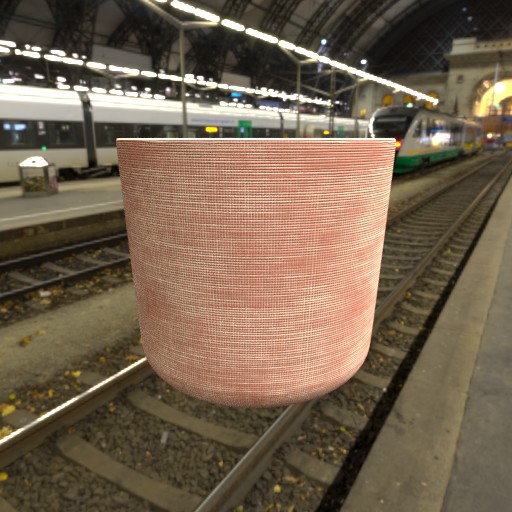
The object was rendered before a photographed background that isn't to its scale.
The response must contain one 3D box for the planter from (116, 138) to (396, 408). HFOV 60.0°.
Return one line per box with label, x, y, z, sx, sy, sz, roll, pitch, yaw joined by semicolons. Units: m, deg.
planter;0.000;0.000;0.779;0.440;0.398;0.440;0;15;0
